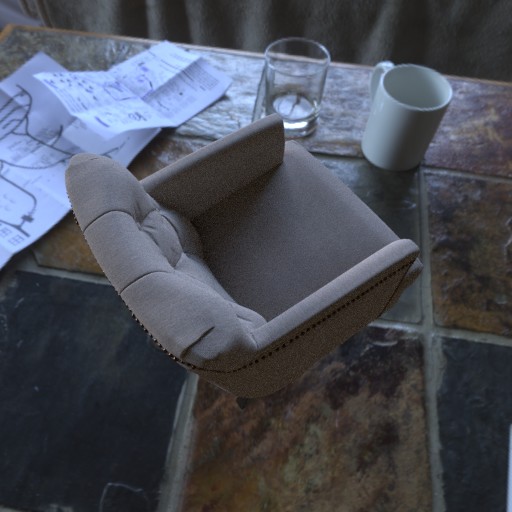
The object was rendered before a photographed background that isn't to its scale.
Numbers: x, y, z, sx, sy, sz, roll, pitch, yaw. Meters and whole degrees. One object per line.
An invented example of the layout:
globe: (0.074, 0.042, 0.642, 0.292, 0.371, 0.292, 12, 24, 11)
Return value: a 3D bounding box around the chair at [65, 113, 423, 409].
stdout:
chair: (0.000, 0.000, 1.500, 0.902, 0.823, 0.737, -31, 63, -17)
